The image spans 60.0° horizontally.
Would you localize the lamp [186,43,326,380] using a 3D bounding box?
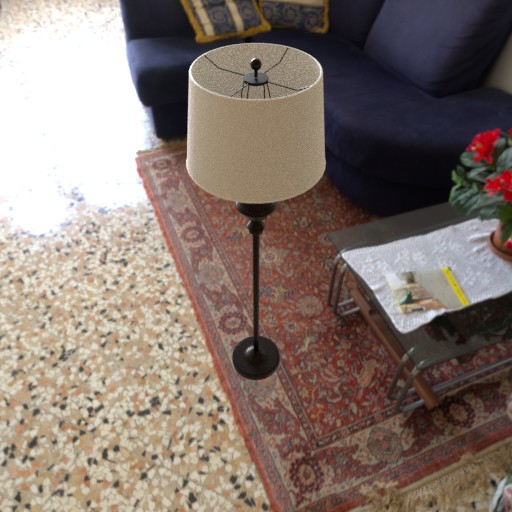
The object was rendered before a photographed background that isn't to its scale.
[{"bbox_3d":[0.000,0.000,1.690,0.431,1.484,0.431,0,46,0],"label":"lamp"}]
